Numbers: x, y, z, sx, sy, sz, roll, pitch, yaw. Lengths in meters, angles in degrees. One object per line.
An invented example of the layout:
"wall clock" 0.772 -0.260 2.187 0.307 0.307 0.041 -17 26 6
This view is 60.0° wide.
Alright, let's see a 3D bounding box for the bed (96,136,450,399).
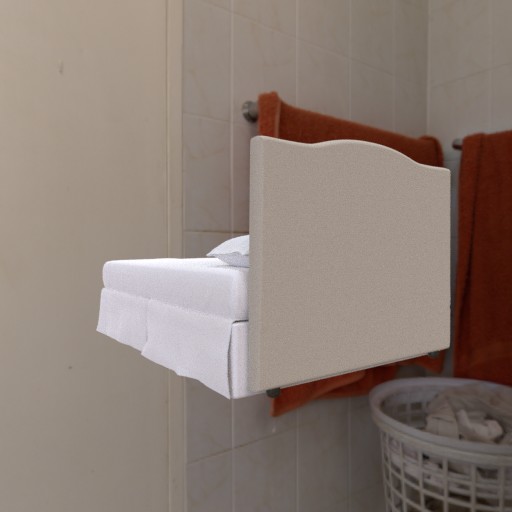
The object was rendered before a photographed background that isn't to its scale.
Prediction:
"bed" 0.000 0.000 3.716 1.977 1.437 2.477 -1 1 -35
